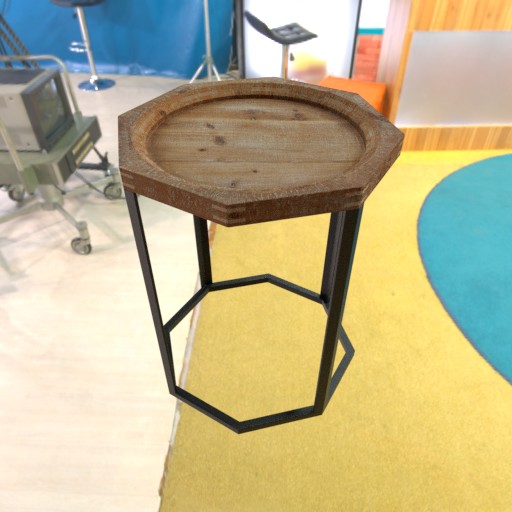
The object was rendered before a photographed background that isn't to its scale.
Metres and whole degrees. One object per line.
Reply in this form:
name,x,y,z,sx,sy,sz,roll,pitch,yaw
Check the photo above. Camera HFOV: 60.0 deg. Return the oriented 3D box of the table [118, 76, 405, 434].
table,0.000,0.000,0.875,0.458,0.543,0.458,-25,46,-27
